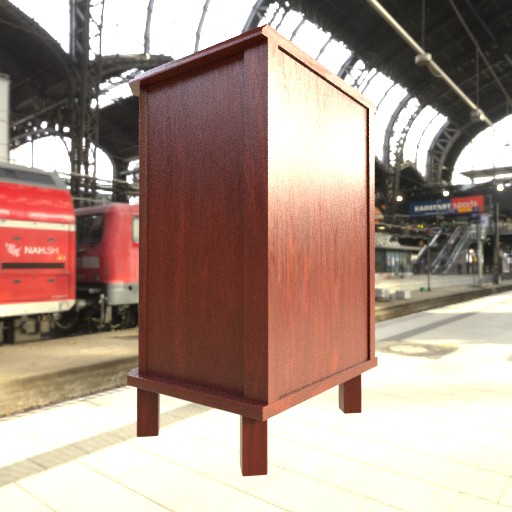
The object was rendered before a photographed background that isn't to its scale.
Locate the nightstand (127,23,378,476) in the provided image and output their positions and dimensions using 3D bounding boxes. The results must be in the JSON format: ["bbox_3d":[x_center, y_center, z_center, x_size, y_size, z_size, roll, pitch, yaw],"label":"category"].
[{"bbox_3d":[0.000,0.000,0.920,0.351,0.681,0.435,-1,-1,37],"label":"nightstand"}]
